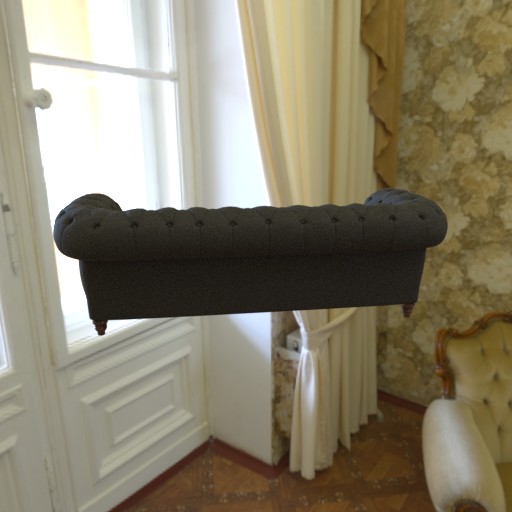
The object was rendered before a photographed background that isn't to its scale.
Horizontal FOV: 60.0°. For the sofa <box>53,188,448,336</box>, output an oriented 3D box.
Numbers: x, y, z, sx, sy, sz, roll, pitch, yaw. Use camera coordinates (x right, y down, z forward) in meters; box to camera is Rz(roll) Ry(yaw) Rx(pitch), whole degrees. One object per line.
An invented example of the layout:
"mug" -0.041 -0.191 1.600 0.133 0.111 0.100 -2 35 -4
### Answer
"sofa" 0.000 0.000 2.807 2.362 0.762 0.991 -2 16 -8
